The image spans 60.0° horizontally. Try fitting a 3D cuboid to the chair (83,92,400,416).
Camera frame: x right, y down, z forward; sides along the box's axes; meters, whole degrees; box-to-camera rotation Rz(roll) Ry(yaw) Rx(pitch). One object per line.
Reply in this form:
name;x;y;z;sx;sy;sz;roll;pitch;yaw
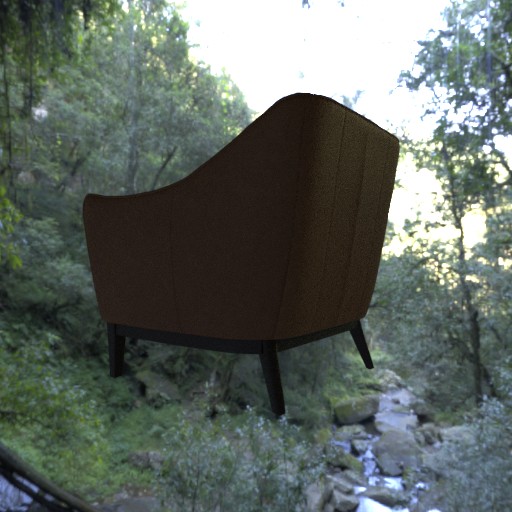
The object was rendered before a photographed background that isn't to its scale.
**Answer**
chair;0.000;0.000;1.574;0.852;0.830;0.871;0;0;37
